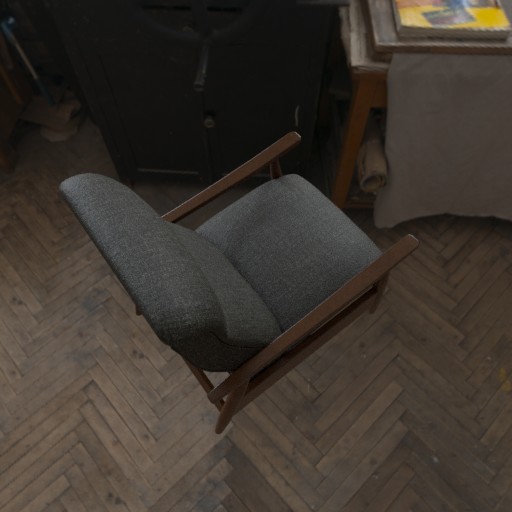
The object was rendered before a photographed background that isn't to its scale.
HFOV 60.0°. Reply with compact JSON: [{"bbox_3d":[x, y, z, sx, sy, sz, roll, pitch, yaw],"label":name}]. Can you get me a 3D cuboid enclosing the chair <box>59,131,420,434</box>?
[{"bbox_3d":[0.000,0.000,1.766,1.014,1.082,0.762,-33,65,-18],"label":"chair"}]
